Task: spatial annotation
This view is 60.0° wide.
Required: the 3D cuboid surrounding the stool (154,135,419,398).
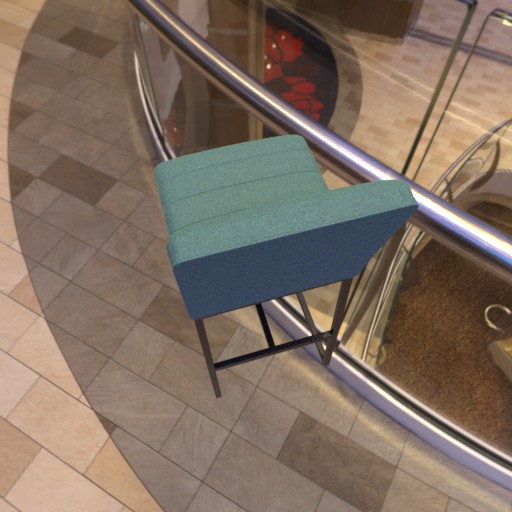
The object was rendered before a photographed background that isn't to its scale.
[{"bbox_3d":[0.000,0.000,1.316,0.460,1.040,0.560,-14,59,-9],"label":"stool"}]
